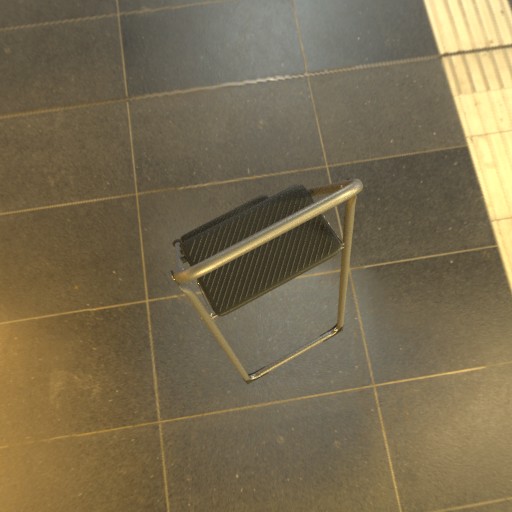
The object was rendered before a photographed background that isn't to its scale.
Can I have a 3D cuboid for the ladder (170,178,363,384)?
[{"bbox_3d":[0.000,0.000,1.273,0.430,0.945,0.629,-28,78,-7],"label":"ladder"}]
